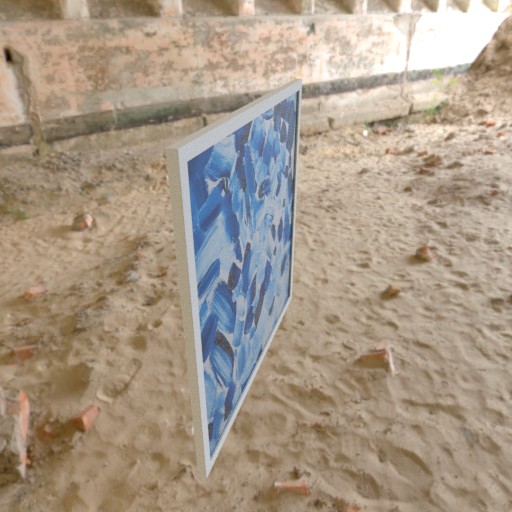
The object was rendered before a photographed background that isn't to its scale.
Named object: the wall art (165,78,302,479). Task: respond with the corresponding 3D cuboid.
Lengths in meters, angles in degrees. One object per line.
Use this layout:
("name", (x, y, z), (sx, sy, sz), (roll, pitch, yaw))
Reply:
("wall art", (0.000, 0.000, 0.687), (0.012, 0.457, 0.457), (9, 31, 16))
